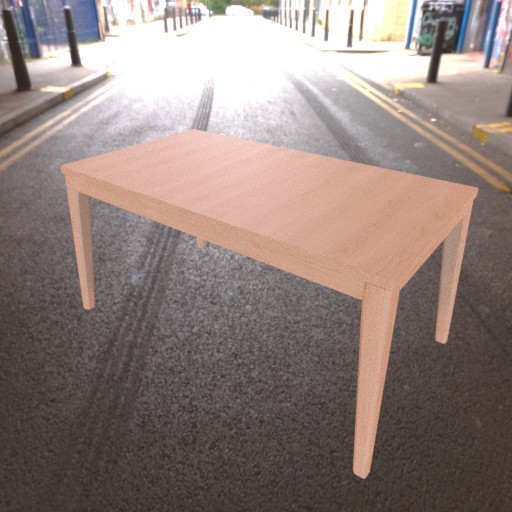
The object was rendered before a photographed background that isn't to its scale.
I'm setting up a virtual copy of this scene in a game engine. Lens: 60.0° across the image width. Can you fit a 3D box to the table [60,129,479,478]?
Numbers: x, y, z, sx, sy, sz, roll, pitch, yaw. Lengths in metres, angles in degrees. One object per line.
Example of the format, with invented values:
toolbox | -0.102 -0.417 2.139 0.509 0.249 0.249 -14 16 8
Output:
table | 0.000 0.000 2.023 1.600 0.760 0.900 21 36 32
